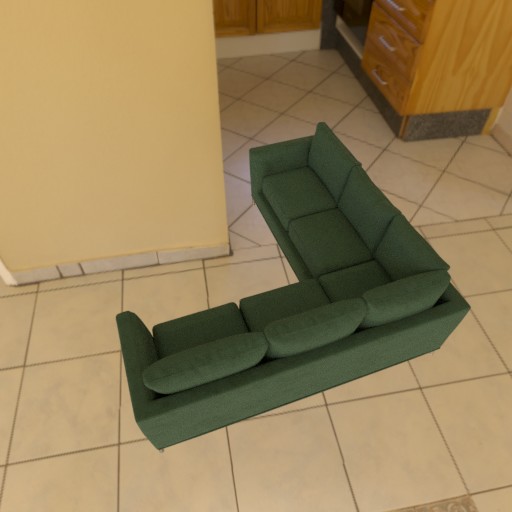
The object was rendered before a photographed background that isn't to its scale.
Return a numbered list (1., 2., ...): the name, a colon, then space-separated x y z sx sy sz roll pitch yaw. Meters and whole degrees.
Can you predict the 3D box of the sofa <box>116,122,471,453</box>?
1. sofa: 0.000 0.000 3.892 2.452 1.004 2.468 -15 49 -14
